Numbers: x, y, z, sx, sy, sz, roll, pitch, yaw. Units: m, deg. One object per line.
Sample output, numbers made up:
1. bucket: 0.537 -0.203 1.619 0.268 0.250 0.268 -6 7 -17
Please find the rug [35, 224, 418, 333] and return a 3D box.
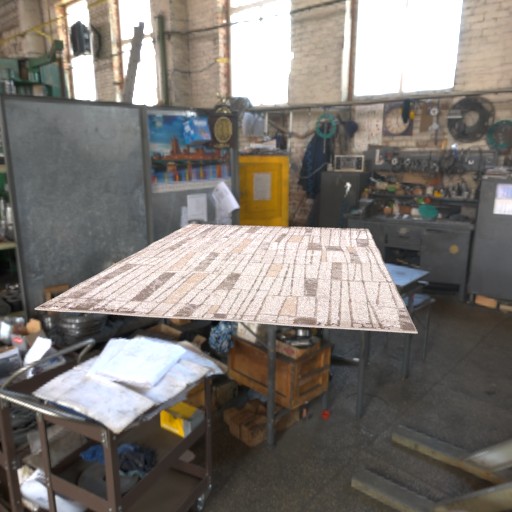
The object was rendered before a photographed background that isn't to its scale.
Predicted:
1. rug: 0.000 0.000 4.357 2.449 0.019 3.357 2 14 9
